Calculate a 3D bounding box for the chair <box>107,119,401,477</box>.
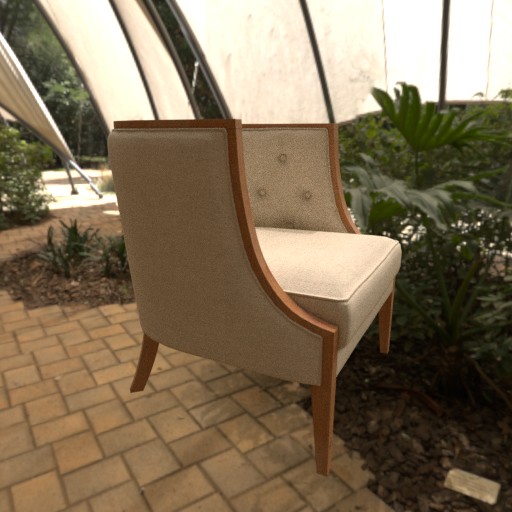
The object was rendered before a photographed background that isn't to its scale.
[{"bbox_3d":[0.000,0.000,1.339,0.757,0.775,0.711,8,18,26],"label":"chair"}]
